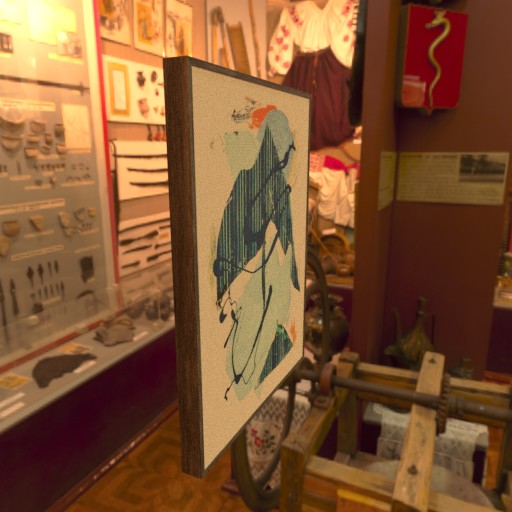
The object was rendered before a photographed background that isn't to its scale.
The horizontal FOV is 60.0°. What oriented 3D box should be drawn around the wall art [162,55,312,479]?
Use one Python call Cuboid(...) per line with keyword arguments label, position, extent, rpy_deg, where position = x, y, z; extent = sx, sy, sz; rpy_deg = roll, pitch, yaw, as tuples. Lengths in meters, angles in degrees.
Cuboid(label="wall art", position=(0.000, 0.000, 1.370), extent=(0.063, 1.016, 0.762), rpy_deg=(7, 15, 25))
